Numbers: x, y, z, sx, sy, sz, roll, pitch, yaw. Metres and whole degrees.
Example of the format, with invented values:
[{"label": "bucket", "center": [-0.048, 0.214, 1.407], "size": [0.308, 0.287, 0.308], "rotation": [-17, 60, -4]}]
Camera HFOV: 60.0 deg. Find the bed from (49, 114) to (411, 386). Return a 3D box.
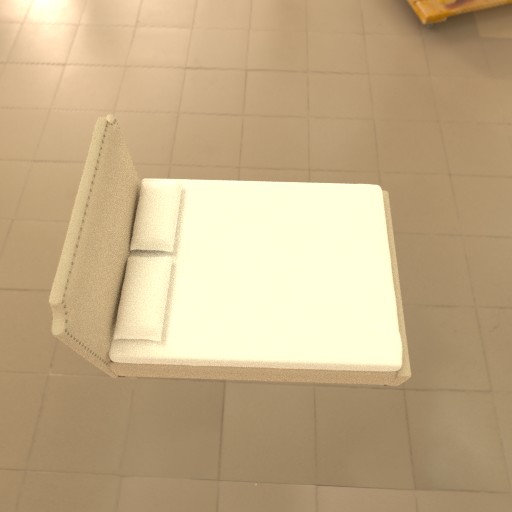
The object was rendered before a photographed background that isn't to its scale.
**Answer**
[{"label": "bed", "center": [0.000, 0.000, 3.449], "size": [2.372, 1.443, 1.713], "rotation": [2, 63, 1]}]
